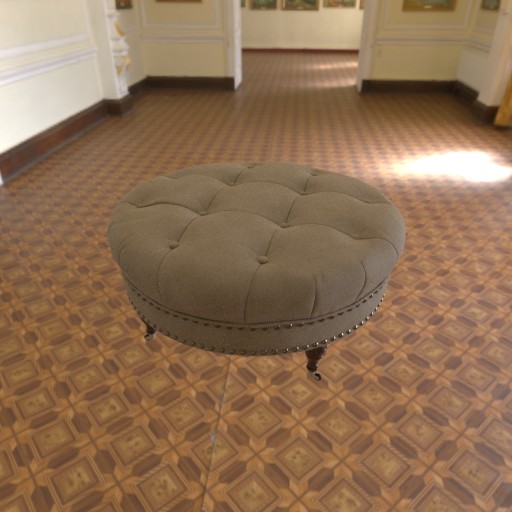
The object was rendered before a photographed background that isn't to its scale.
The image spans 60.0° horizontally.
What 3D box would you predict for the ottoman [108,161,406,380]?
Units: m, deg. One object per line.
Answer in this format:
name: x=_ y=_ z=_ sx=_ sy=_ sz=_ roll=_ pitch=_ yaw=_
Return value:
ottoman: x=0.000 y=0.000 z=1.463 sx=0.901 sy=0.439 sz=0.901 roll=0 pitch=31 yaw=0
